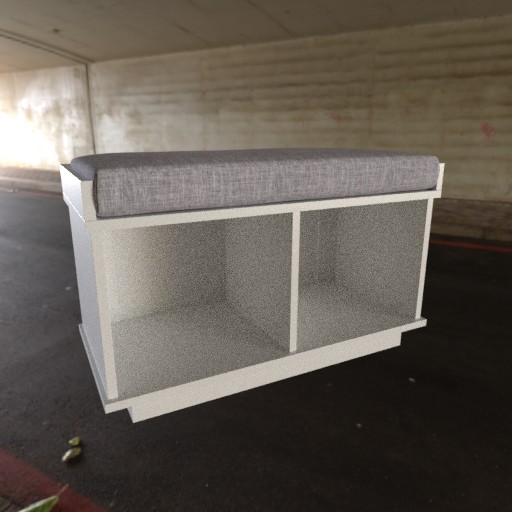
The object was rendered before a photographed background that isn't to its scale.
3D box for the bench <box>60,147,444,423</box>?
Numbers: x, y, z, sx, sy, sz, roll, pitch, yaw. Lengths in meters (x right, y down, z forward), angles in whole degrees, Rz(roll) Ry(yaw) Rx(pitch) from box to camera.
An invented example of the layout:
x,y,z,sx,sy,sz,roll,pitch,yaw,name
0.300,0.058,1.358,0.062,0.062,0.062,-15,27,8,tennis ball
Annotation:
x,y,z,sx,sy,sz,roll,pitch,yaw,name
0.000,0.000,0.987,0.734,0.461,0.362,-8,18,-26,bench
